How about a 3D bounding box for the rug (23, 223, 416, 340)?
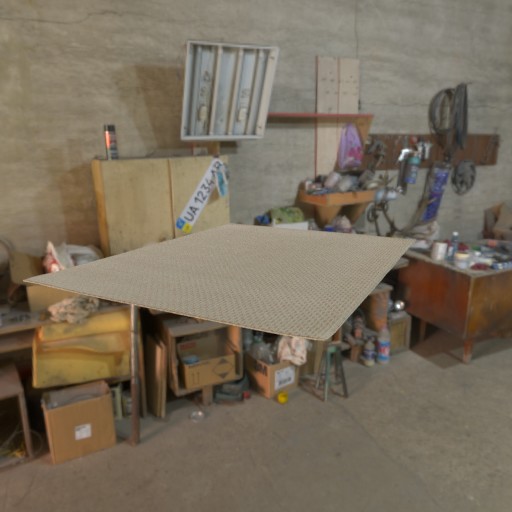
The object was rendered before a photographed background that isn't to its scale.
[{"bbox_3d":[0.000,0.000,3.910,2.277,0.035,2.897,7,15,27],"label":"rug"}]
